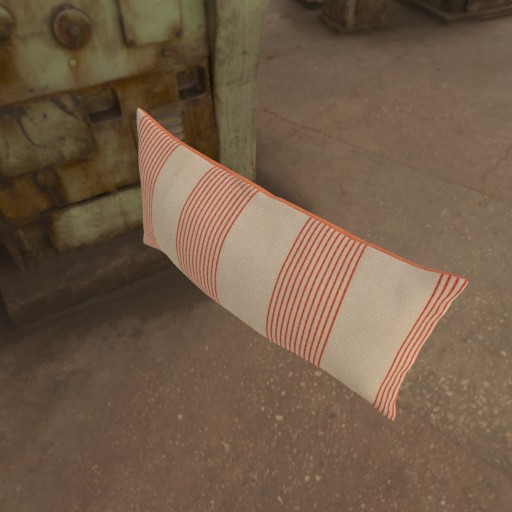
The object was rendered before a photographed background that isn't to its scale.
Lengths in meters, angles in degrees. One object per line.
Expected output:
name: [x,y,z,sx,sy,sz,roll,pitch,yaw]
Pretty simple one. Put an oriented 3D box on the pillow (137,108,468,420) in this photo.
pillow: [0.000,0.000,0.736,0.608,0.292,0.156,32,54,27]
